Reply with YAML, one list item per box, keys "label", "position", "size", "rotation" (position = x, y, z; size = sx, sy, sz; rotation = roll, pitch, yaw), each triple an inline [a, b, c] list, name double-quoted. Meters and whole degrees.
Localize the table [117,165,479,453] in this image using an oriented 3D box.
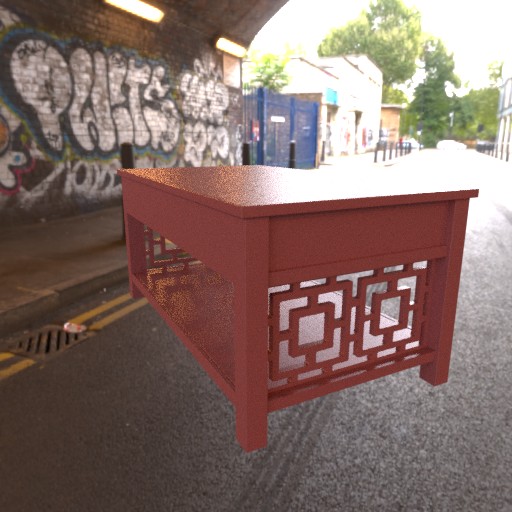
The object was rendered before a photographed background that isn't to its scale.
- label: "table"
  position: [0.000, 0.000, 1.394]
  size: [0.612, 0.493, 1.068]
  rotation: [-8, 17, -27]
